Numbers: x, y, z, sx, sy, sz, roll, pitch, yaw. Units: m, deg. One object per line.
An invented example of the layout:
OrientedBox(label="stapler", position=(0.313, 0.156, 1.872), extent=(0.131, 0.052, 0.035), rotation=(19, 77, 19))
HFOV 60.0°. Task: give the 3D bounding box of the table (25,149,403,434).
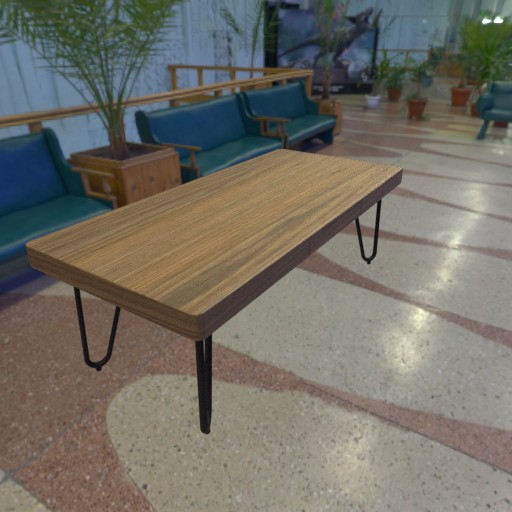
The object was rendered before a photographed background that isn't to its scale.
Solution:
OrientedBox(label="table", position=(0.000, 0.000, 1.678), extent=(0.637, 0.468, 1.375), rotation=(17, 31, 30))
